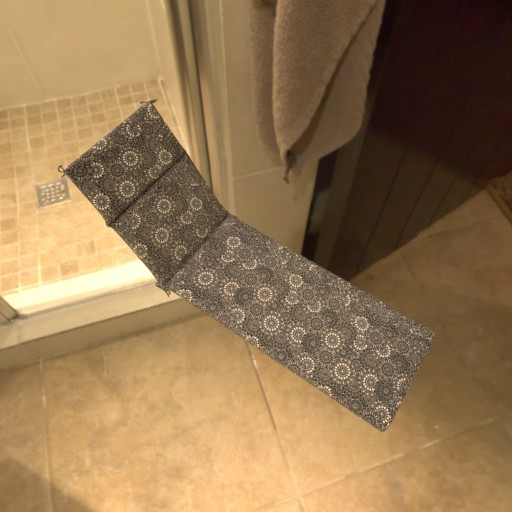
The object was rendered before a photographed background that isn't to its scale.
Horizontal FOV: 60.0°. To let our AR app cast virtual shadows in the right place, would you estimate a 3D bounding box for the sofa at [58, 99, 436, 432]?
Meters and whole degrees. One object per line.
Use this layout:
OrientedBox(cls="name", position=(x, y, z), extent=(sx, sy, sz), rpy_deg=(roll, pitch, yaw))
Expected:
OrientedBox(cls="sofa", position=(0.000, 0.000, 1.948), extent=(1.663, 0.622, 0.582), rpy_deg=(31, 63, 17))
